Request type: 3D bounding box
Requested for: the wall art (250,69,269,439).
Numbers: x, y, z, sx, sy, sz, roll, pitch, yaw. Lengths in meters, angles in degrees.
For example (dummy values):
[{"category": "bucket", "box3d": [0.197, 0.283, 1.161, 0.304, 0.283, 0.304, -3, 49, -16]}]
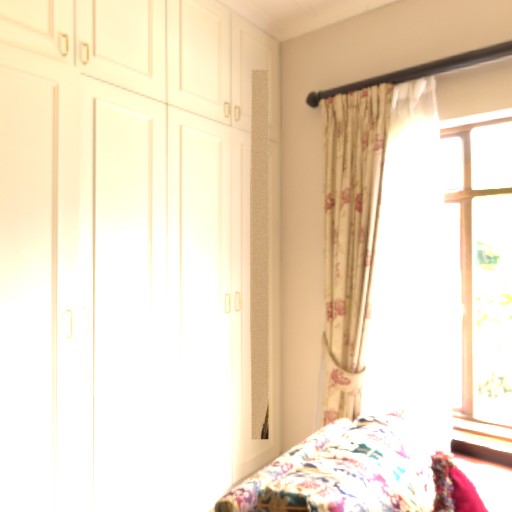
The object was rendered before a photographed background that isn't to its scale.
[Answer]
[{"category": "wall art", "box3d": [0.000, 0.000, 1.489, 0.038, 0.767, 1.144, 0, 0, -1]}]
